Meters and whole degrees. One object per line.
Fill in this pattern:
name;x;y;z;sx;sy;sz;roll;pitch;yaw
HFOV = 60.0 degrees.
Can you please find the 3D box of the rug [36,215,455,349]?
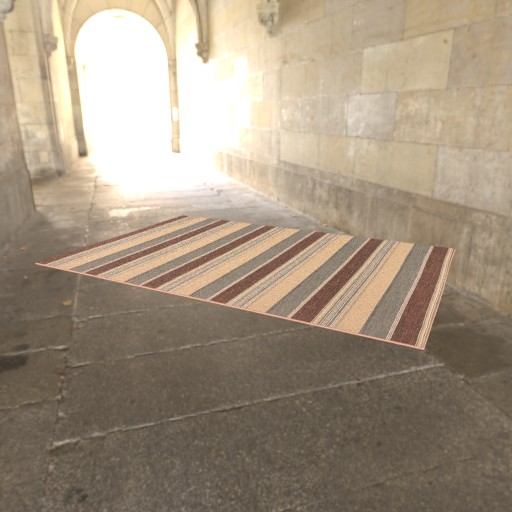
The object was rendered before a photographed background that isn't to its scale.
rug;0.000;0.000;2.310;1.829;0.008;1.219;9;20;26
